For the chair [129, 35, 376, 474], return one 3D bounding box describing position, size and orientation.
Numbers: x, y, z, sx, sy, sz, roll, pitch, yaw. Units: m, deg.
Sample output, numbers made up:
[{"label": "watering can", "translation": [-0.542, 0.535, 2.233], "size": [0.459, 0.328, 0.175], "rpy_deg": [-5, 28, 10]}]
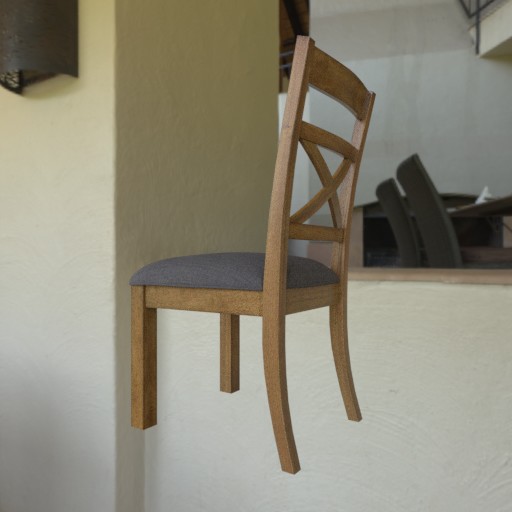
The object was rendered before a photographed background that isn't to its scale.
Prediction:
[{"label": "chair", "translation": [0.000, 0.000, 1.262], "size": [0.581, 0.949, 0.470], "rpy_deg": [0, 0, 35]}]
